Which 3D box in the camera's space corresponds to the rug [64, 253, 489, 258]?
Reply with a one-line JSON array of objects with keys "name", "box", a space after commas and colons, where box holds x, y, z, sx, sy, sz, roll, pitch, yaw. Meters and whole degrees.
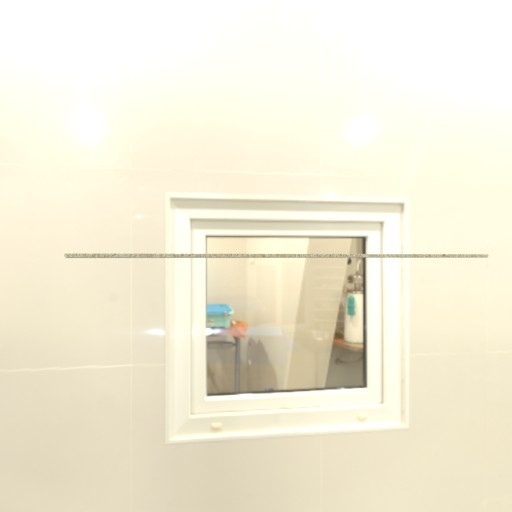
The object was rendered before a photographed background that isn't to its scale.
[{"name": "rug", "box": [0.000, 0.000, 4.048, 3.001, 0.025, 2.401, 0, 0, -17]}]
